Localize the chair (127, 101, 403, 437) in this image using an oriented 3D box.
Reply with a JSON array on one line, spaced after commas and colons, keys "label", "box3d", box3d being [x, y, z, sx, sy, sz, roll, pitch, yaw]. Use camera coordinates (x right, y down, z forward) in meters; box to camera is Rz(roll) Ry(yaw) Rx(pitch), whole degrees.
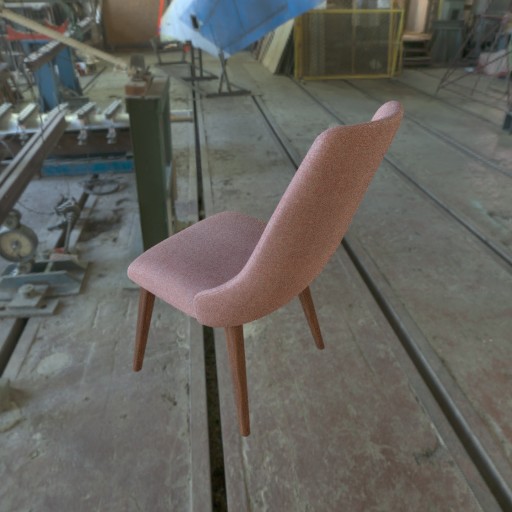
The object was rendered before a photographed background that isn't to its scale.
[{"label": "chair", "box3d": [0.000, 0.000, 1.322, 0.707, 0.918, 0.535, 21, 37, 31]}]
